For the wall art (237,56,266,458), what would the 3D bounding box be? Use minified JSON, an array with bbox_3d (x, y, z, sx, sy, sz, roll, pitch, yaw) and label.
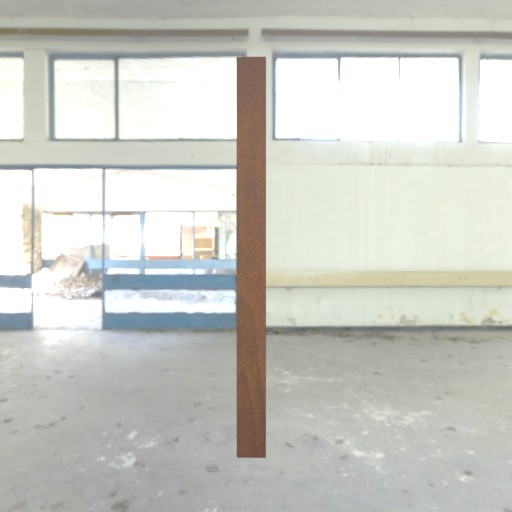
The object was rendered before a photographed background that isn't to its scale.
[{"bbox_3d":[0.000,0.000,0.784,0.033,0.457,0.558,0,0,1],"label":"wall art"}]
